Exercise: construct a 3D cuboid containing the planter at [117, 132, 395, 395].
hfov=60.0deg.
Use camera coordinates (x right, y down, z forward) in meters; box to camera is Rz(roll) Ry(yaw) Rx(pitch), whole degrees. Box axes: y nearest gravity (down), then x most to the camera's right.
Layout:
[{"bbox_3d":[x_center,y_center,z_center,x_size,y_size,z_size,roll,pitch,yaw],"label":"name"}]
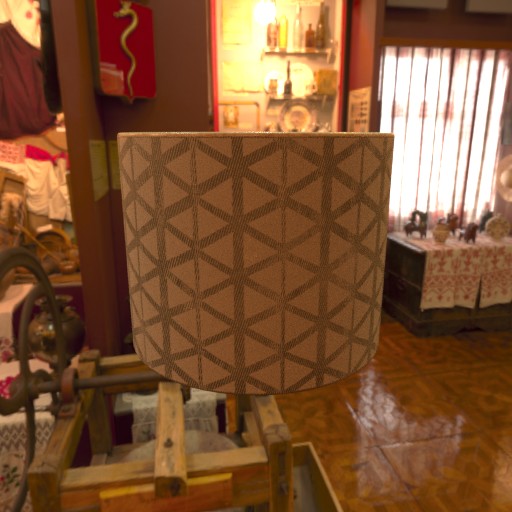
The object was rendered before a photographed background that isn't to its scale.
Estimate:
[{"bbox_3d":[0.000,0.000,0.340,0.190,0.181,0.190,0,15,0],"label":"planter"}]
